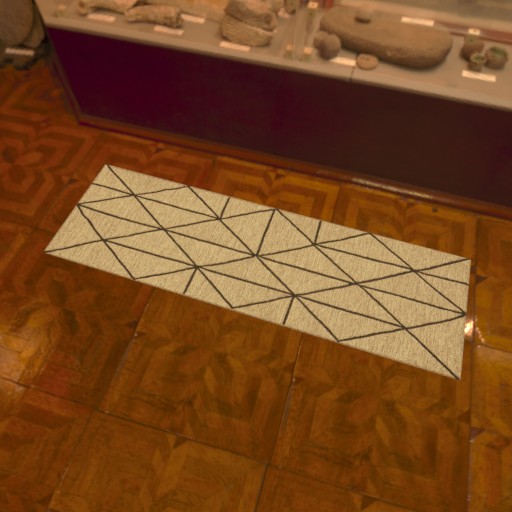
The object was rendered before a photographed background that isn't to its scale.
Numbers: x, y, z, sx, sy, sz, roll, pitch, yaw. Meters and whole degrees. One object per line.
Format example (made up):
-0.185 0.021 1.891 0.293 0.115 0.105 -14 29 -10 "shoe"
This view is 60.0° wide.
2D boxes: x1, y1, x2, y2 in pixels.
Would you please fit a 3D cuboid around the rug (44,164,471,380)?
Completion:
0.000 0.000 2.648 2.438 0.012 0.762 16 59 10 "rug"
